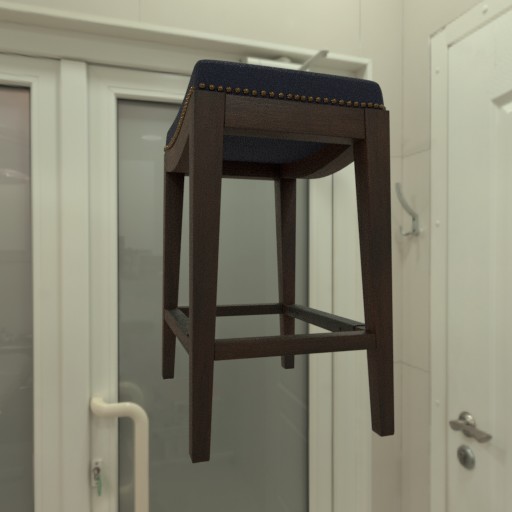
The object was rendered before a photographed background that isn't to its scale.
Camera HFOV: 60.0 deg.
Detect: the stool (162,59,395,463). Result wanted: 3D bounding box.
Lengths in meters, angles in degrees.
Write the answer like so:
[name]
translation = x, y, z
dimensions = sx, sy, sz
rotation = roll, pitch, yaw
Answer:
[stool]
translation = 0.000, 0.000, 0.968
dimensions = 0.361, 0.642, 0.500
rotation = 0, 1, -17
